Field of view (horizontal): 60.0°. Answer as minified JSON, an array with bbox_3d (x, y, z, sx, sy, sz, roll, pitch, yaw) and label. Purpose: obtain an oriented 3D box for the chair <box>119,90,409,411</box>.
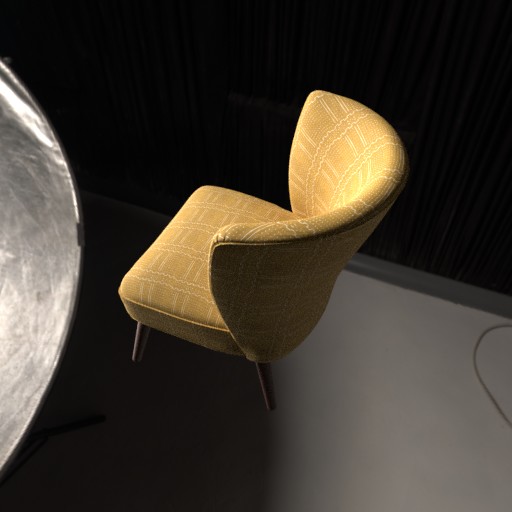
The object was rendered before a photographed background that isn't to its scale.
[{"bbox_3d":[0.000,0.000,1.423,0.758,0.866,0.706,17,49,15],"label":"chair"}]
